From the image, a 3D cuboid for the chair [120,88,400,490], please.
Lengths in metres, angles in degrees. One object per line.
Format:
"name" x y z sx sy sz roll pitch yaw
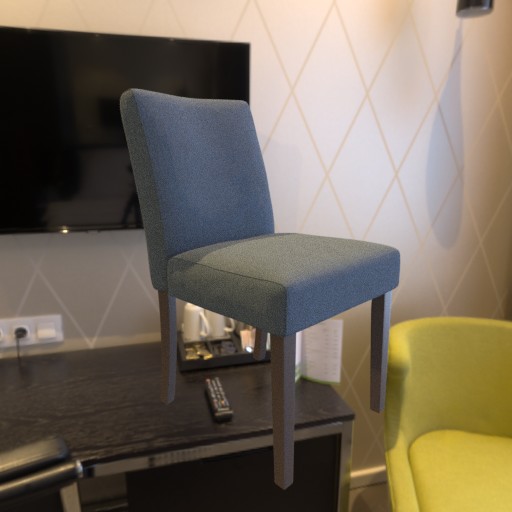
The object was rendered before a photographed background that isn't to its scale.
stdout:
"chair" 0.000 0.000 1.223 0.629 0.882 0.487 13 19 43
